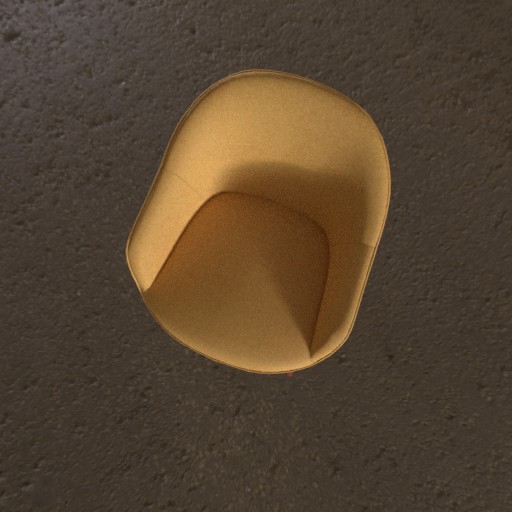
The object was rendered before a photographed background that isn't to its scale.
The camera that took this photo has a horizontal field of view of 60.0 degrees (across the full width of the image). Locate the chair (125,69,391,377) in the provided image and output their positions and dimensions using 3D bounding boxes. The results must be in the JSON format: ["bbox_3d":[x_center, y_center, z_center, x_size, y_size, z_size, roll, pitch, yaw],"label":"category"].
[{"bbox_3d":[0.000,0.000,1.289,0.596,0.823,0.635,21,76,6],"label":"chair"}]
